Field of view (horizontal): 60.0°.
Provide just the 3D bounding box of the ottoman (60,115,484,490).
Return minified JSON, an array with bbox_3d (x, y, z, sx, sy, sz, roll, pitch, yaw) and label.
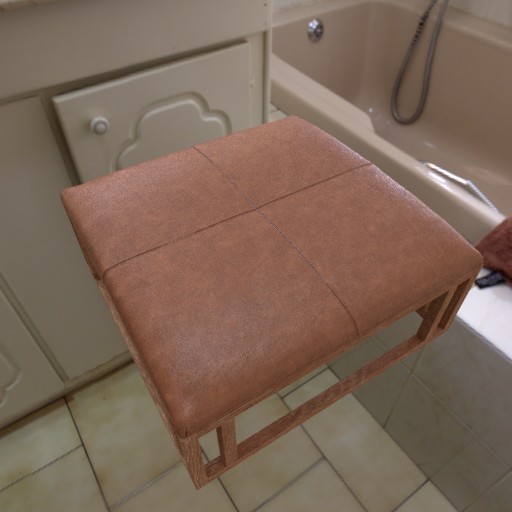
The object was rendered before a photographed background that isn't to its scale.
[{"bbox_3d":[0.000,0.000,1.556,1.016,0.442,1.013,-24,51,-21],"label":"ottoman"}]
